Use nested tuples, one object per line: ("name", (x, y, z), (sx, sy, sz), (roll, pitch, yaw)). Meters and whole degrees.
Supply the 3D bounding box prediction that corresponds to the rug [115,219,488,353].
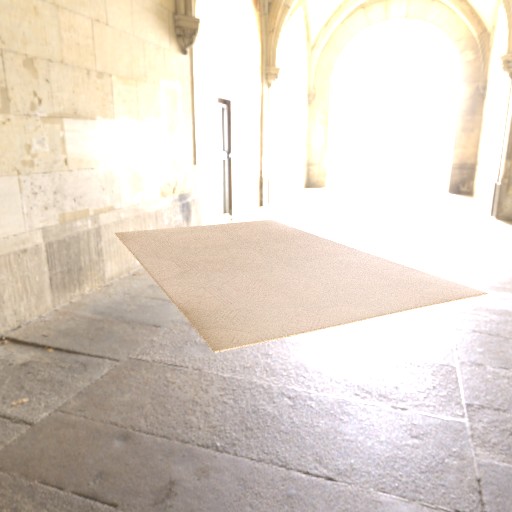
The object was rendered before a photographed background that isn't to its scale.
("rug", (0.000, 0.000, 3.057), (1.524, 0.008, 2.440), (-7, 16, -25))
